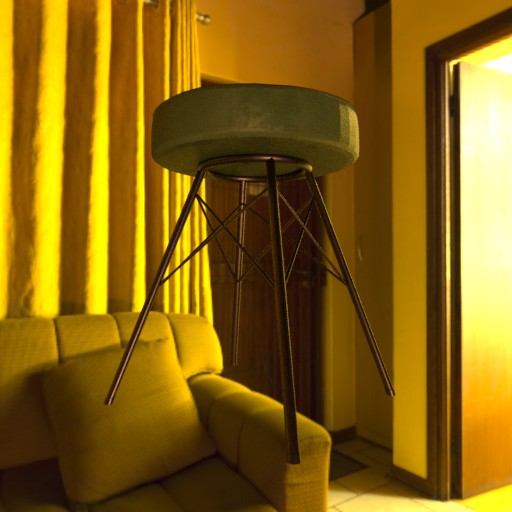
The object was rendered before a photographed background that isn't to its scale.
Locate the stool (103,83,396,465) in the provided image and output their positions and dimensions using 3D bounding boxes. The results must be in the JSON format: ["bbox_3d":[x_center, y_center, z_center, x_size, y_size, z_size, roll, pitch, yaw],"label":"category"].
[{"bbox_3d":[0.000,0.000,0.932,0.457,0.595,0.430,0,-1,36],"label":"stool"}]
